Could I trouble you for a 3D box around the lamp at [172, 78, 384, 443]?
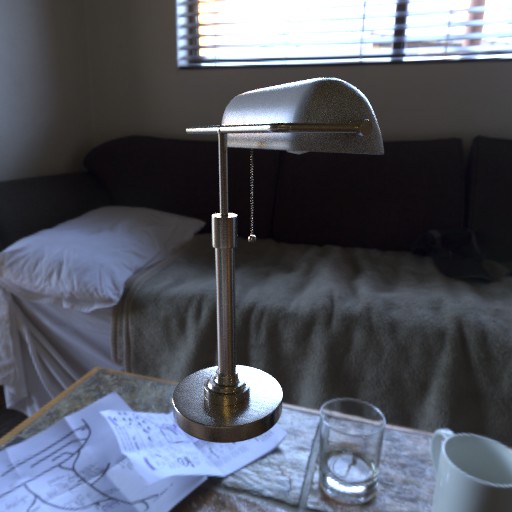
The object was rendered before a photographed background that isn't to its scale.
[{"bbox_3d":[0.000,0.000,0.552,0.227,0.404,0.269,-8,17,-26],"label":"lamp"}]
